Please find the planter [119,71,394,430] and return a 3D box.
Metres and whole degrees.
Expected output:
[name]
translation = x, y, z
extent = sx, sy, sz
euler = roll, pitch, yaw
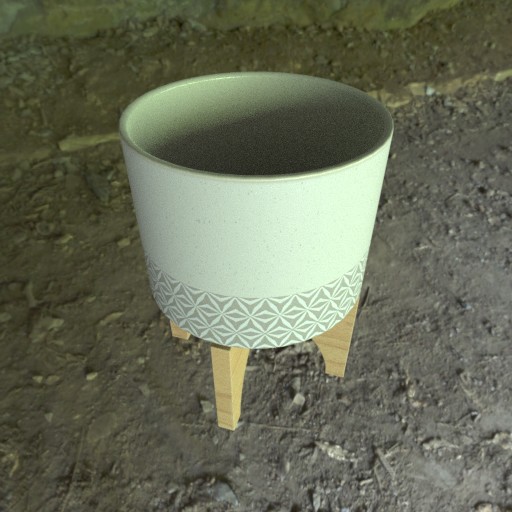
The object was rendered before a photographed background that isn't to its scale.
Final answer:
[planter]
translation = 0.000, 0.000, 0.393
extent = 0.188, 0.260, 0.188
euler = 0, 39, 0
